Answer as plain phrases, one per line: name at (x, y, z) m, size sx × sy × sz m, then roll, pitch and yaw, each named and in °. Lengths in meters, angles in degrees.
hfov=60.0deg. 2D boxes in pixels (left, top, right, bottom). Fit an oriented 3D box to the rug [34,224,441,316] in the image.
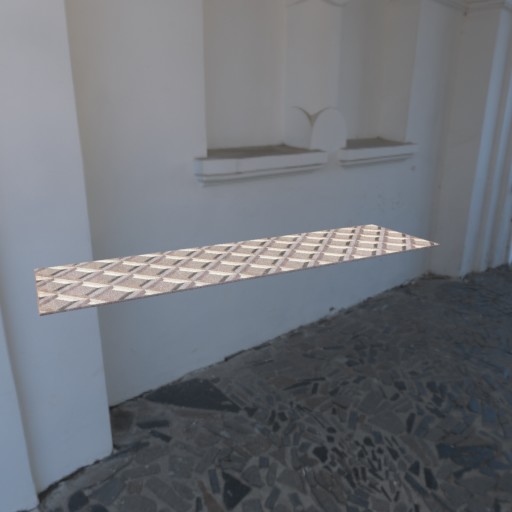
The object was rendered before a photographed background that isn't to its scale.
rug at (0.000, 0.000, 2.717) m, size 2.437 × 0.013 × 0.685 m, roll -9°, pitch 19°, yaw -26°
